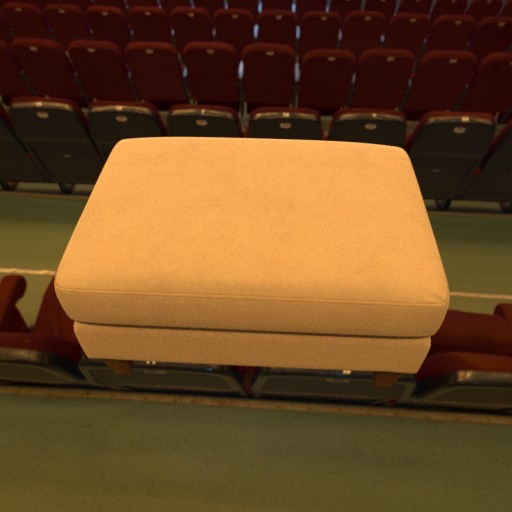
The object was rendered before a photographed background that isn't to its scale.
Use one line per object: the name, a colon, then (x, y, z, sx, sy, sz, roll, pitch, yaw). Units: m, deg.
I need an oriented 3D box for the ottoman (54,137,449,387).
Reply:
ottoman: (0.000, 0.000, 1.233, 0.864, 0.483, 0.584, 2, 48, 2)
